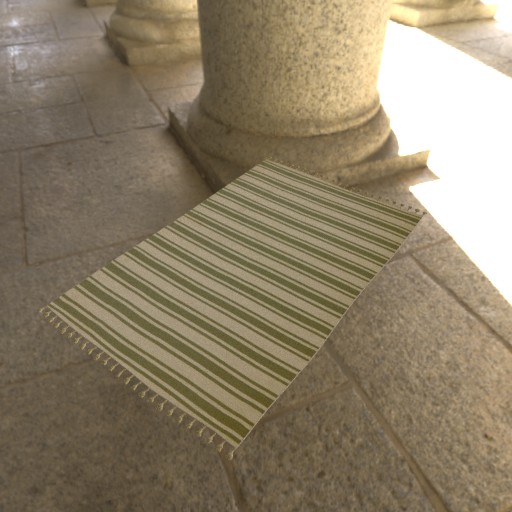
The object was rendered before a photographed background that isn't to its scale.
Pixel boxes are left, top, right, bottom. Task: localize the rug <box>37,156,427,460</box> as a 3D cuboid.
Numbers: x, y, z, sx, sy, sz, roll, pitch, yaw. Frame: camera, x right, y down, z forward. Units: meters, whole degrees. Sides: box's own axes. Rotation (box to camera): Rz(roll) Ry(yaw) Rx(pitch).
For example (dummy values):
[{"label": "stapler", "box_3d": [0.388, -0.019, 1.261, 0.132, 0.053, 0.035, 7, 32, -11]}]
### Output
[{"label": "rug", "box_3d": [0.000, 0.000, 2.351, 1.162, 0.013, 1.875, 26, 47, 27]}]
